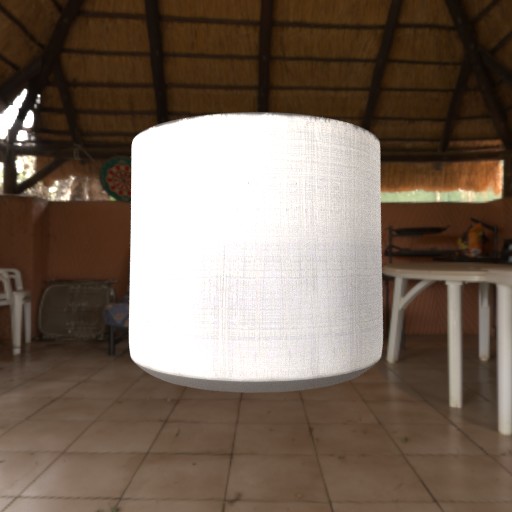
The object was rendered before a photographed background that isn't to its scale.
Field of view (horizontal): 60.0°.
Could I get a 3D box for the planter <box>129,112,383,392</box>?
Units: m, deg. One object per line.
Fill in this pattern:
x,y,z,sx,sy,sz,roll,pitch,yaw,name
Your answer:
0.000,0.000,0.461,0.254,0.221,0.254,0,0,0,planter
